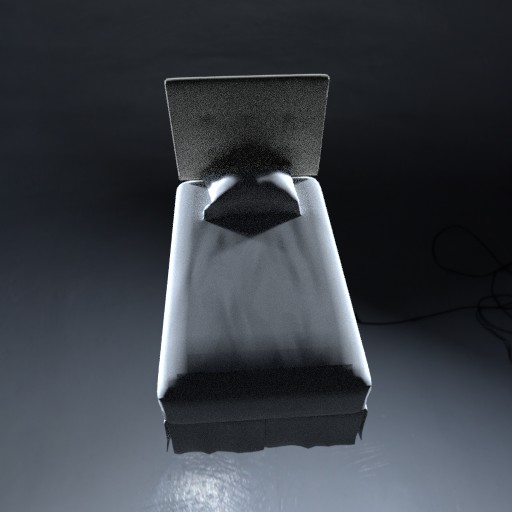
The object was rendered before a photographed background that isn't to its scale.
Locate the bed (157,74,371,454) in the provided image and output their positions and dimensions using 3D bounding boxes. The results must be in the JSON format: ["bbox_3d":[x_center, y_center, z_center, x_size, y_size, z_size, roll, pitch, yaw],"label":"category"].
[{"bbox_3d":[0.000,0.000,2.957,1.261,1.571,1.997,-3,46,-2],"label":"bed"}]
